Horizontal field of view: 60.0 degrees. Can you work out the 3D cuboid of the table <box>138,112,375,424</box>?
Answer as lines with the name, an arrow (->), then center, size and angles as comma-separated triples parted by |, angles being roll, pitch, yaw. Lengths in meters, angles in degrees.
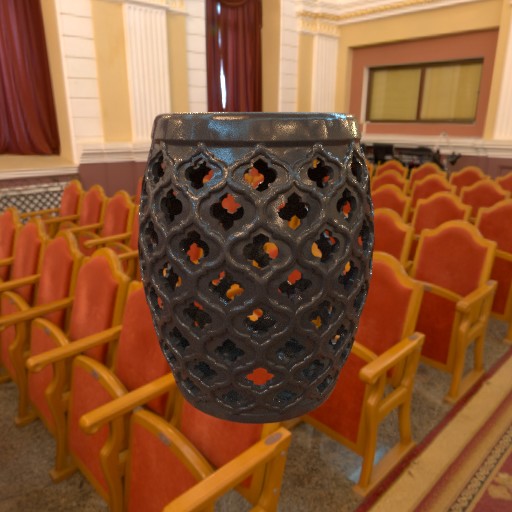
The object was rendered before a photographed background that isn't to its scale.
table -> 0.000, 0.000, 0.635 | 0.325, 0.388, 0.325 | 0, 17, 0
